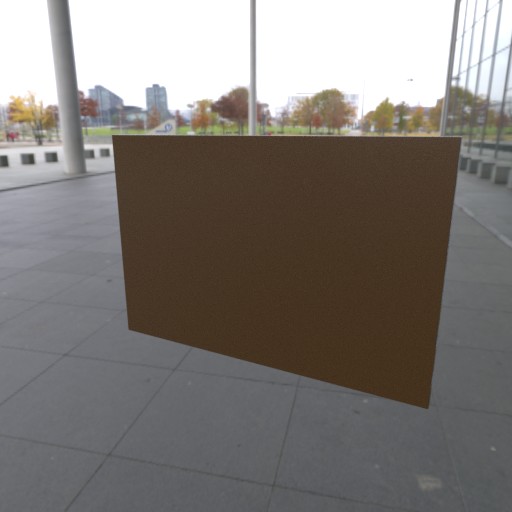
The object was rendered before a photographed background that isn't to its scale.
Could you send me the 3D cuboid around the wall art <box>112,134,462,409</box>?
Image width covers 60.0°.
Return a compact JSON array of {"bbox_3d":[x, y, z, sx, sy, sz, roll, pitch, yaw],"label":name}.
[{"bbox_3d":[0.000,0.000,1.451,1.145,0.762,0.041,8,18,27],"label":"wall art"}]
